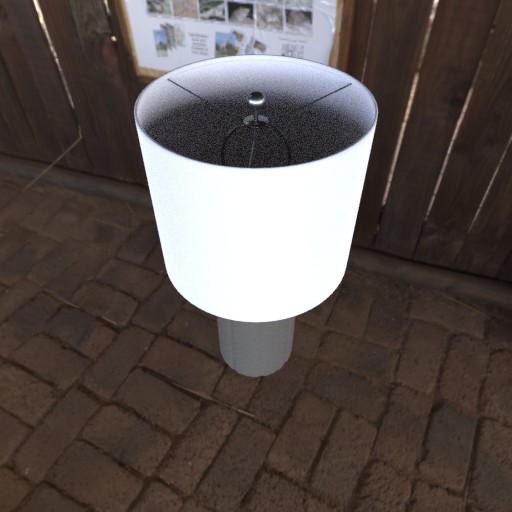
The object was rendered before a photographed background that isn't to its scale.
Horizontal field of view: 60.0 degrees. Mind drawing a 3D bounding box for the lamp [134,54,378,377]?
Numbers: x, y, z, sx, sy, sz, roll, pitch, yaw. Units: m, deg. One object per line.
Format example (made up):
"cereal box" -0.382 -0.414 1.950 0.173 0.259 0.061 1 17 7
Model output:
"lamp" 0.000 0.000 0.508 0.203 0.389 0.203 2 45 2
